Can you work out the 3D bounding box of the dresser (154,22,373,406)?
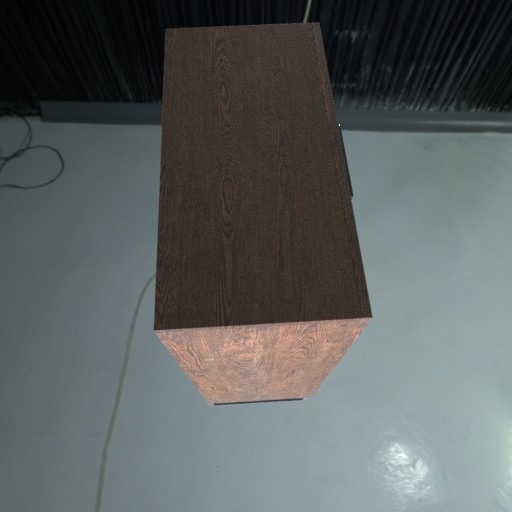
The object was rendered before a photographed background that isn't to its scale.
[{"bbox_3d":[0.000,0.000,1.770,0.508,1.321,0.965,-3,64,-1],"label":"dresser"}]
